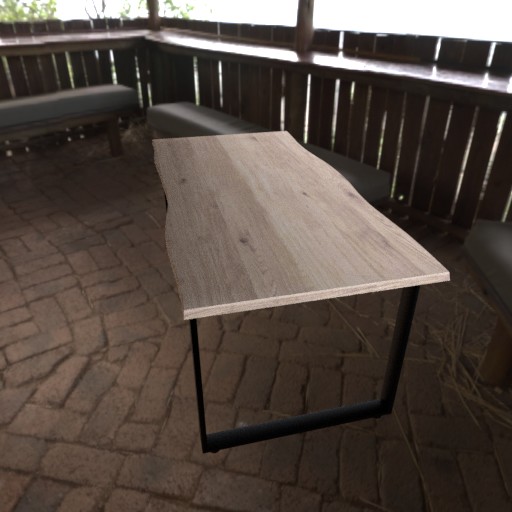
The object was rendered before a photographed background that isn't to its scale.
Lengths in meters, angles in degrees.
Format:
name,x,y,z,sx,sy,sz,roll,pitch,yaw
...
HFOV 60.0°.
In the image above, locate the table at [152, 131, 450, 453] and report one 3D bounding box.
name,x,y,z,sx,sy,sz,roll,pitch,yaw
table,0.000,0.000,2.289,0.900,0.780,1.800,-7,31,-12
